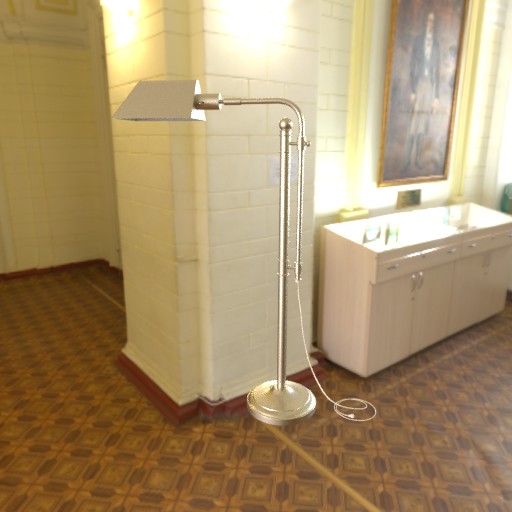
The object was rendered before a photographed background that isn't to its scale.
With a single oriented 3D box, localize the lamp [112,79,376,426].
[{"bbox_3d":[0.000,0.000,0.946,0.546,0.708,0.159,2,15,7],"label":"lamp"}]
